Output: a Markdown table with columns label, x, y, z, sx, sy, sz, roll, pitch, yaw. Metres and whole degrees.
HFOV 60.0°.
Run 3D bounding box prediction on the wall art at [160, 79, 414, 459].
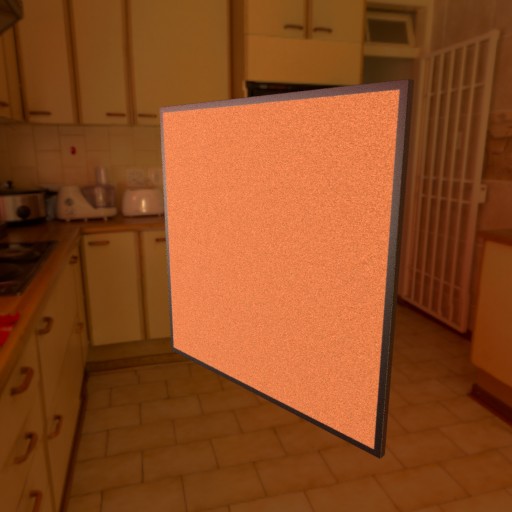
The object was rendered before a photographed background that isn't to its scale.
| label | x | y | z | sx | sy | sz | roll | pitch | yaw |
| --- | --- | --- | --- | --- | --- | --- | --- | --- | --- |
| wall art | 0.000 | 0.000 | 0.675 | 0.457 | 0.458 | 0.012 | 13 | 18 | 43 |
